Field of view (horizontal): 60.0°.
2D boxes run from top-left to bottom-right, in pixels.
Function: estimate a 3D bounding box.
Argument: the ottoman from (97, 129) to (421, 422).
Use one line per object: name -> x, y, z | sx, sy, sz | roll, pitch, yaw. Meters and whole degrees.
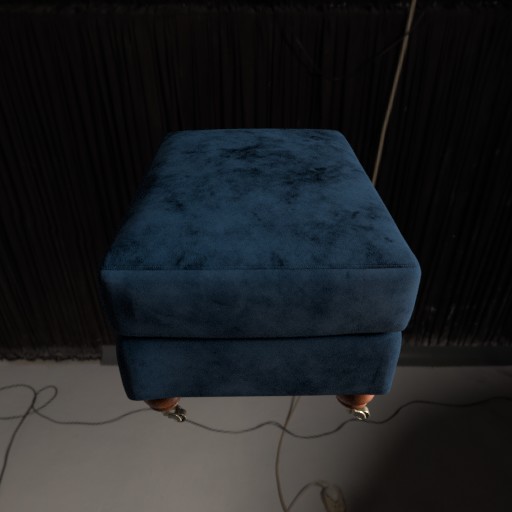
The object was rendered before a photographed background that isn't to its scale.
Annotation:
ottoman -> 0.000, 0.000, 1.156 | 0.572, 0.503, 0.773 | 0, 33, -1
